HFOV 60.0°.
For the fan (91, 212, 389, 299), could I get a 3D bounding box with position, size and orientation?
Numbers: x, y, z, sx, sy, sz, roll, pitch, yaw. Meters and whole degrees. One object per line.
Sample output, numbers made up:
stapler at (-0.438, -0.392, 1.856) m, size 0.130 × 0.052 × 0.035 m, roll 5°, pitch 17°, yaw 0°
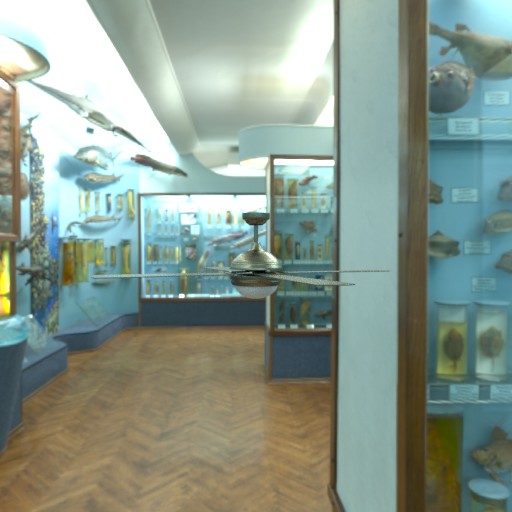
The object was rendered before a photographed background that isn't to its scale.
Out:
fan at (0.000, 0.000, 1.984) m, size 1.321 × 0.381 × 1.321 m, roll 0°, pitch 1°, yaw -1°
